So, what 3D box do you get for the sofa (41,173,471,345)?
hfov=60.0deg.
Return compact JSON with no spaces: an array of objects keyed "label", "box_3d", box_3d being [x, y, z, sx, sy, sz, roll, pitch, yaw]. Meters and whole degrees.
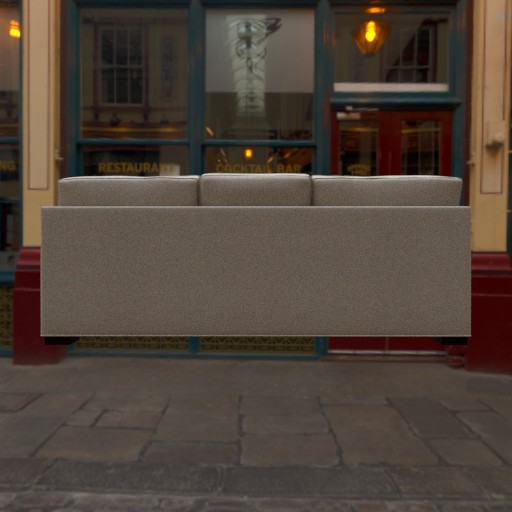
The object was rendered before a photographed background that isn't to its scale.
[{"label":"sofa","box_3d":[0.000,0.000,2.876,2.087,0.861,1.496,0,0,0]}]
